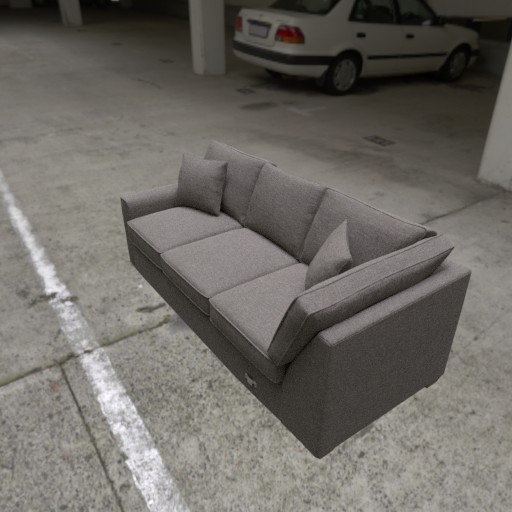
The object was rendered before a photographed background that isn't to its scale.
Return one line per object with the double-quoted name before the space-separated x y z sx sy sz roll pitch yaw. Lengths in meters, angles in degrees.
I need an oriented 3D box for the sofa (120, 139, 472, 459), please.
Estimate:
"sofa" 0.000 0.000 2.909 1.061 0.962 2.317 -19 35 -30
